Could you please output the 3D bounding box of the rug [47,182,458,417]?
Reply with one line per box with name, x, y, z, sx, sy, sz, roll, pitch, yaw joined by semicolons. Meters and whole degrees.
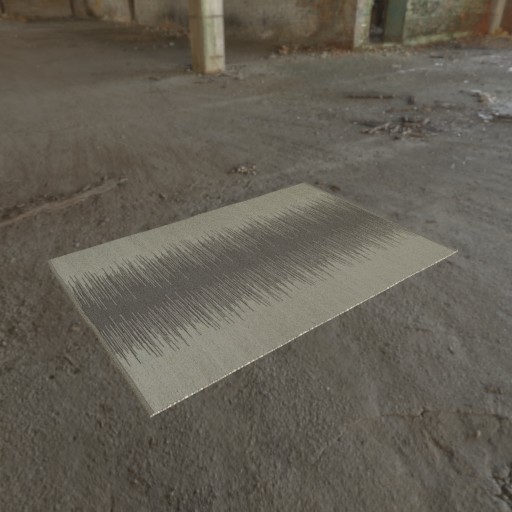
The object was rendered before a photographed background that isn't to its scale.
rug;0.000;0.000;2.344;1.815;0.007;1.226;-21;37;-31
